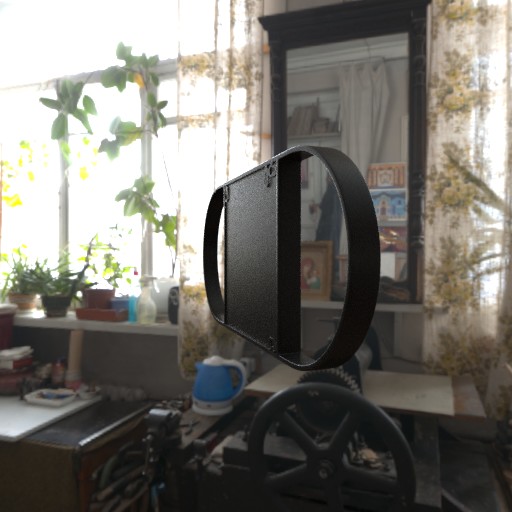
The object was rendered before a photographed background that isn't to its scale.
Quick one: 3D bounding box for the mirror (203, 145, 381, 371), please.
[{"bbox_3d":[0.000,0.000,0.670,0.032,0.254,0.584,0,1,-20],"label":"mirror"}]
